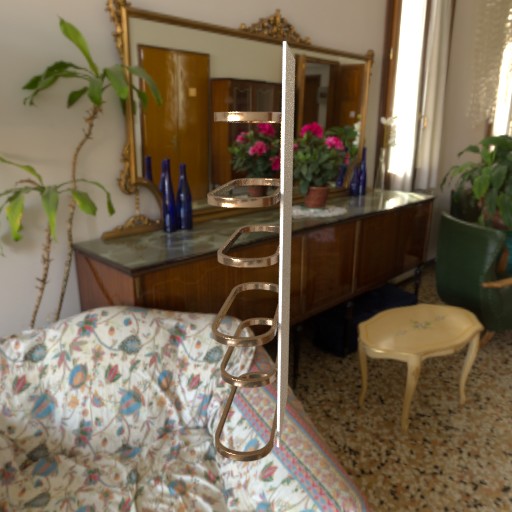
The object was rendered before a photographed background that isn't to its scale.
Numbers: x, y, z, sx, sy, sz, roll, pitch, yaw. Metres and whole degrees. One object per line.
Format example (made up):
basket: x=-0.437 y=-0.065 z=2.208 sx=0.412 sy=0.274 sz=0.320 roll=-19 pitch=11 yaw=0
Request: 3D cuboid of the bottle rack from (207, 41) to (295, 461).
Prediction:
bottle rack: x=0.000 y=0.000 z=0.839 sx=0.118 sy=0.709 sz=0.332 roll=2 pitch=16 yaw=9
